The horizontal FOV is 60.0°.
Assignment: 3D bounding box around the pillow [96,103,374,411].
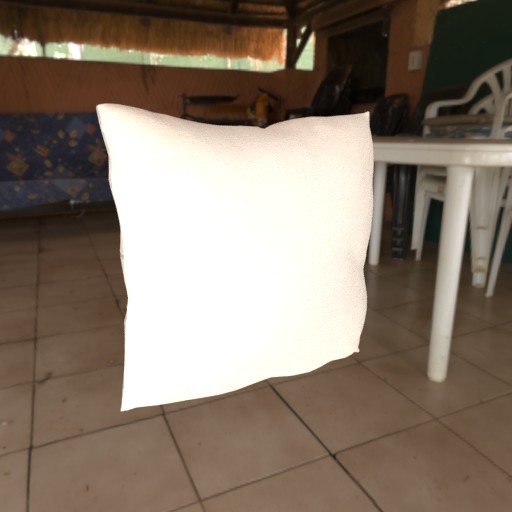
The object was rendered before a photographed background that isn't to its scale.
[{"bbox_3d":[0.000,0.000,0.701,0.450,0.448,0.245,-8,18,-25],"label":"pillow"}]
